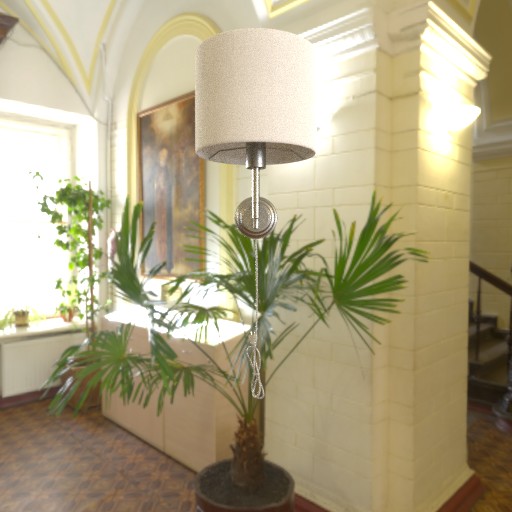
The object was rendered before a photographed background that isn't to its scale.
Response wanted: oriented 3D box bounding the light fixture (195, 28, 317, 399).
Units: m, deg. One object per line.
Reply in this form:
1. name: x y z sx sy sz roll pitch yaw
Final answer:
1. light fixture: 0.000 0.000 1.054 0.253 0.842 0.479 0 2 0
